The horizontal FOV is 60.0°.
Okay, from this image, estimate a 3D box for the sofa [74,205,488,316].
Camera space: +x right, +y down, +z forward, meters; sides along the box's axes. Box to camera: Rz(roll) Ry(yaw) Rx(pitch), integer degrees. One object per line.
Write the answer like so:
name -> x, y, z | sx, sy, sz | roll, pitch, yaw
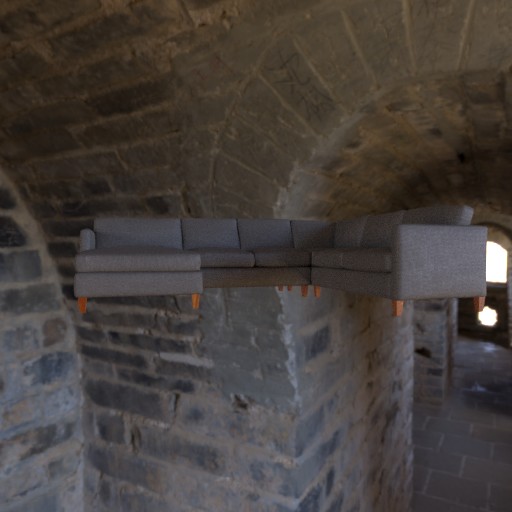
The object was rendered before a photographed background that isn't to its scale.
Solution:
sofa -> 0.000, 0.000, 4.544 | 3.460, 0.961, 2.594 | 0, 1, -17
